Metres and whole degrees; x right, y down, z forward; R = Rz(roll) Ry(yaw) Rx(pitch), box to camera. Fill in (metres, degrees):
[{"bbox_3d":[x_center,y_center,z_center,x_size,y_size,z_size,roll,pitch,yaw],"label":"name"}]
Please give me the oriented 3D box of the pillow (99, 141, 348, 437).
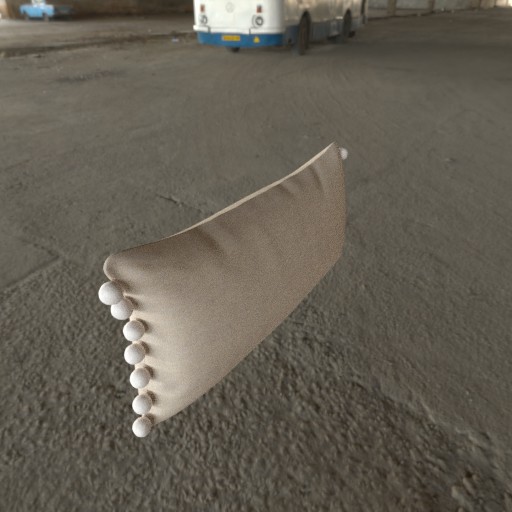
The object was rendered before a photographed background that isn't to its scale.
[{"bbox_3d":[0.000,0.000,0.854,0.201,0.322,0.709,19,36,29],"label":"pillow"}]
